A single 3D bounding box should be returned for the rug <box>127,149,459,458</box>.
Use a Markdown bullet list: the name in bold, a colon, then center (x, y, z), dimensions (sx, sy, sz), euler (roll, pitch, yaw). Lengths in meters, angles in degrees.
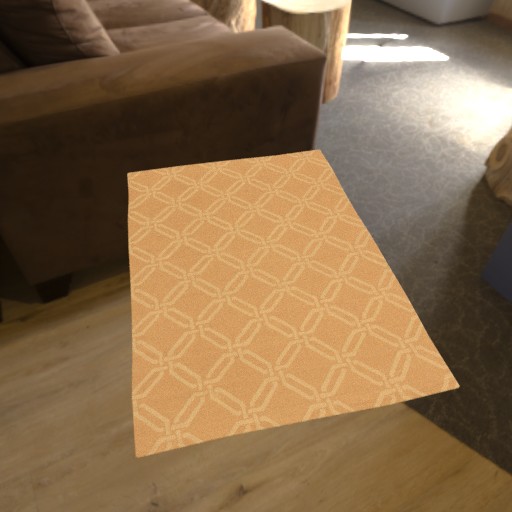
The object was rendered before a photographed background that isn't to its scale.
- **rug**: center (0.000, 0.000, 2.706), dimensions (1.524, 0.013, 2.135), euler (-9, 46, -9)
